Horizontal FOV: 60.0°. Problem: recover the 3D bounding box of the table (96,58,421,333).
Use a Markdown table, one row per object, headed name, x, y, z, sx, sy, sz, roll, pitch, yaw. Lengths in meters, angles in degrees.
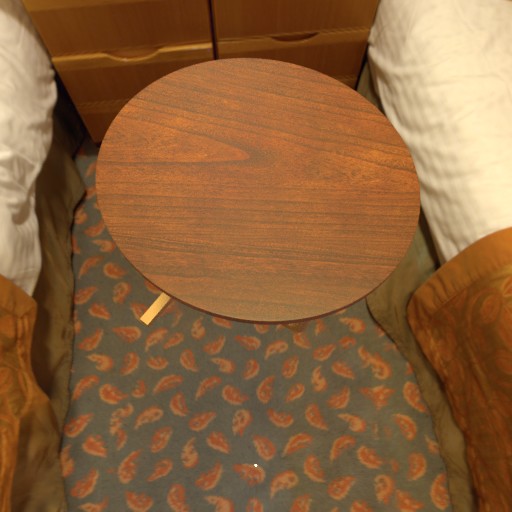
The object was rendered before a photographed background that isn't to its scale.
| name | x | y | z | sx | sy | sz | roll | pitch | yaw |
| --- | --- | --- | --- | --- | --- | --- | --- | --- | --- |
| table | 0.000 | 0.000 | 1.094 | 0.577 | 0.706 | 0.530 | 34 | 69 | 15 |
